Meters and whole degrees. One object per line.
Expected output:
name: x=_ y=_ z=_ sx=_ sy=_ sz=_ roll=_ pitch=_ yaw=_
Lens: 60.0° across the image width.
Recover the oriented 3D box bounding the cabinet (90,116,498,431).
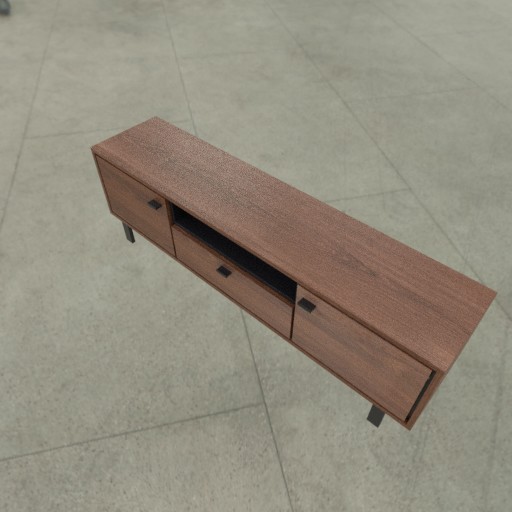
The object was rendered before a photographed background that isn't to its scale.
cabinet: x=0.000 y=0.000 z=1.829 sx=1.650 sy=0.500 sz=0.400 roll=33 pitch=54 yaw=28
